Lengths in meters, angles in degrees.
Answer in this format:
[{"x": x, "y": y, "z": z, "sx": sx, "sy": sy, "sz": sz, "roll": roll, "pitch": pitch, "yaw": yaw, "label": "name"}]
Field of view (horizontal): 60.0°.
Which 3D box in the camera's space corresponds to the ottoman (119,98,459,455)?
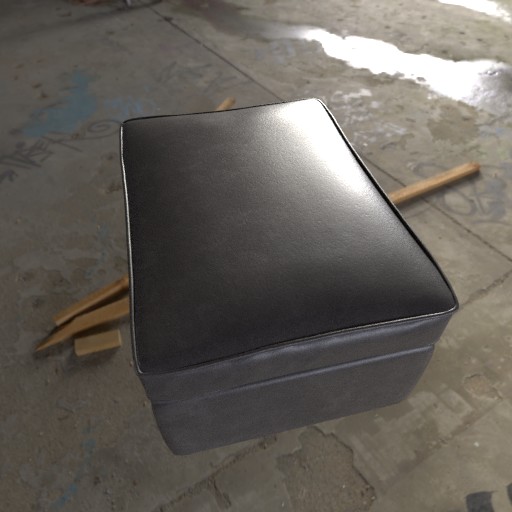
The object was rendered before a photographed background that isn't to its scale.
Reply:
[{"x": 0.000, "y": 0.000, "z": 1.073, "sx": 0.554, "sy": 0.445, "sz": 0.756, "roll": -10, "pitch": 48, "yaw": -9, "label": "ottoman"}]
